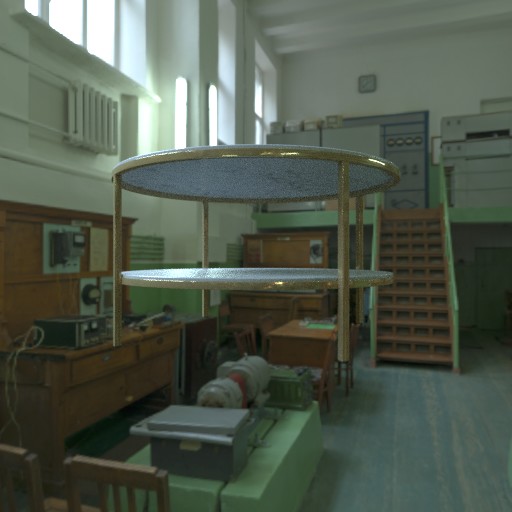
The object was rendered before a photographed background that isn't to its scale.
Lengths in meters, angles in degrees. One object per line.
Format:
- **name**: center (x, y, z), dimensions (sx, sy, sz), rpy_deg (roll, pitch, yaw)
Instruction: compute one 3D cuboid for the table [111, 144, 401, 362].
- **table**: center (0.000, 0.000, 1.289), dimensions (0.800, 0.450, 0.800), rpy_deg (0, 0, 0)
